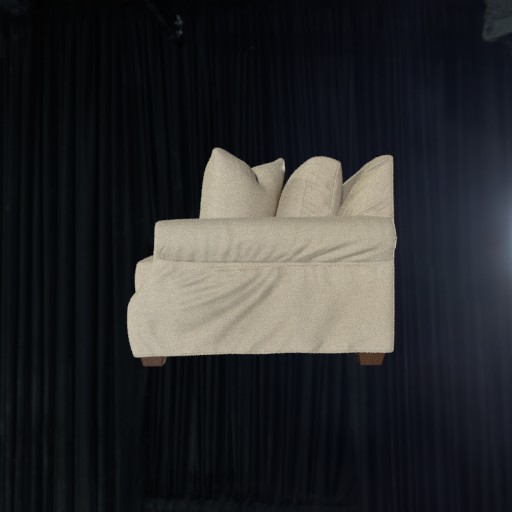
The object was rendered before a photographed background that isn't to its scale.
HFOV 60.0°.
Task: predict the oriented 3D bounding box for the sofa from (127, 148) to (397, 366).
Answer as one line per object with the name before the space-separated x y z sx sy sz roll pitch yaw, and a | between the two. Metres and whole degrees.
sofa | 0.000 0.000 2.790 1.067 0.904 2.285 0 -1 -1
